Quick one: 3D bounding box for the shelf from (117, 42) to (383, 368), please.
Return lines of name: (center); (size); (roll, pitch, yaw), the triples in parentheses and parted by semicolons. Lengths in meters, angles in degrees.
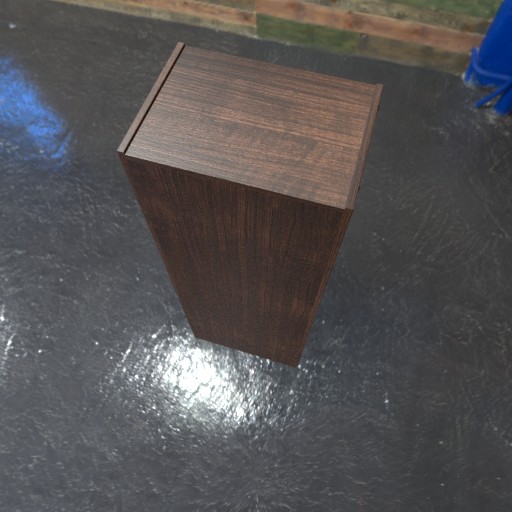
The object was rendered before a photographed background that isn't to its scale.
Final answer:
shelf: (0.000, 0.000, 1.281); (0.415, 1.099, 0.290); (15, 64, 8)
